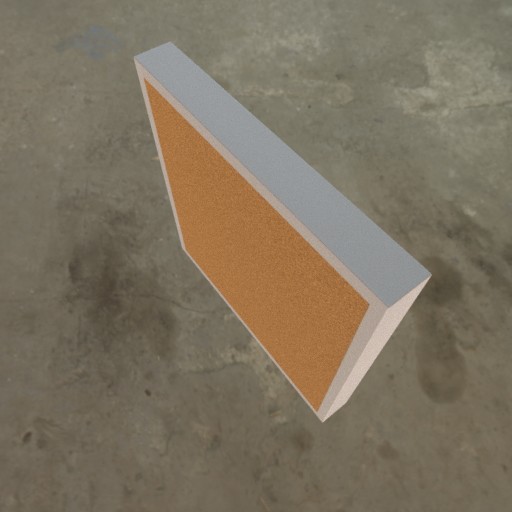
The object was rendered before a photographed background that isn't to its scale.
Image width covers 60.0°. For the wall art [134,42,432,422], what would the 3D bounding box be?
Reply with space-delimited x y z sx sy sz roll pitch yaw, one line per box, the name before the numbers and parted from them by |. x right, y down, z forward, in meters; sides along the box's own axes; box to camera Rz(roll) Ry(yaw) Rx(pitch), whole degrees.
wall art | 0.000 0.000 0.457 0.038 0.305 0.305 -33 63 -19
